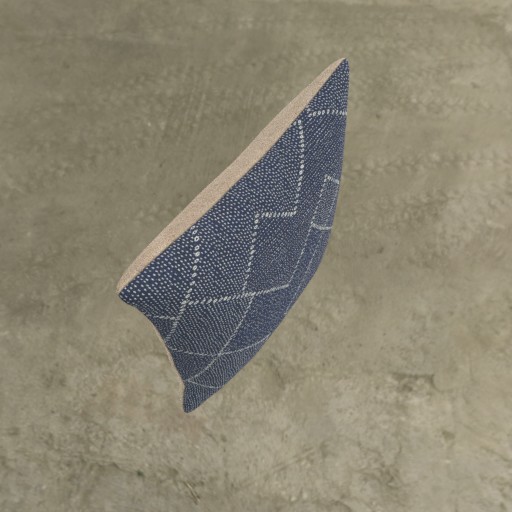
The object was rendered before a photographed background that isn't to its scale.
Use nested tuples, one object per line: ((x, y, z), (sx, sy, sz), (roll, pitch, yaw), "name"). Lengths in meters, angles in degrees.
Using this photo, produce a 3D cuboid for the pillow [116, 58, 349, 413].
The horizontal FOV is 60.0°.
((0.000, 0.000, 0.671), (0.148, 0.428, 0.435), (30, 63, 18), "pillow")
